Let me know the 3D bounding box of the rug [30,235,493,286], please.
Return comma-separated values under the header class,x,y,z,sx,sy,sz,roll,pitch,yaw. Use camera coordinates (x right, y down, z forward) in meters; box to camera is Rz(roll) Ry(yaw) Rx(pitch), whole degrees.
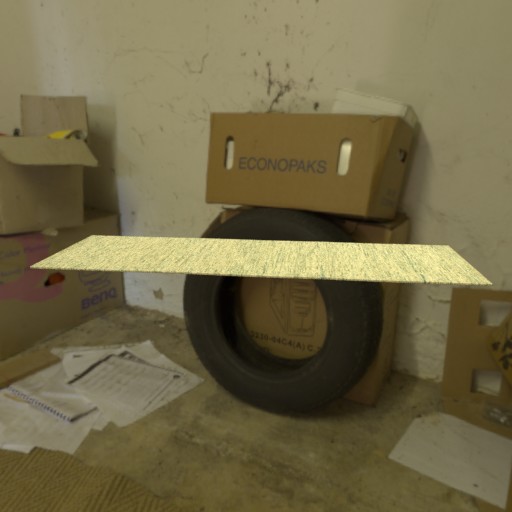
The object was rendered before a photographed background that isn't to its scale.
class,x,y,z,sx,sy,sz,roll,pitch,yaw
rug,0.000,0.000,2.507,2.290,0.014,0.700,2,17,6
